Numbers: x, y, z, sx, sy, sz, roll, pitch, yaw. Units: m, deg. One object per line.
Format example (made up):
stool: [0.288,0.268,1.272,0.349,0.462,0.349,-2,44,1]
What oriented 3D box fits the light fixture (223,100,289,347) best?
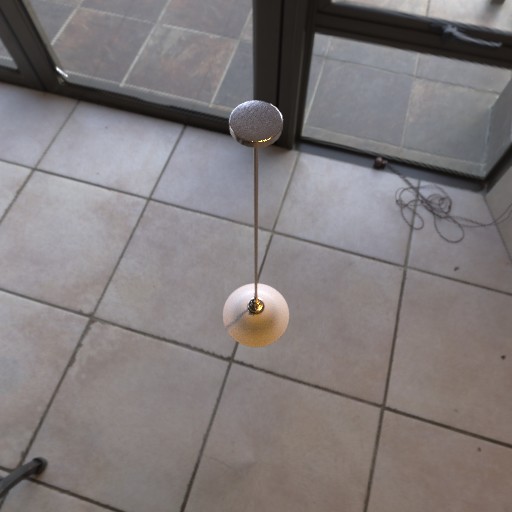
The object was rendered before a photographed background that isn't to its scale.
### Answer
light fixture: [0.000,0.000,1.549,0.324,1.354,0.324,-2,65,-1]
